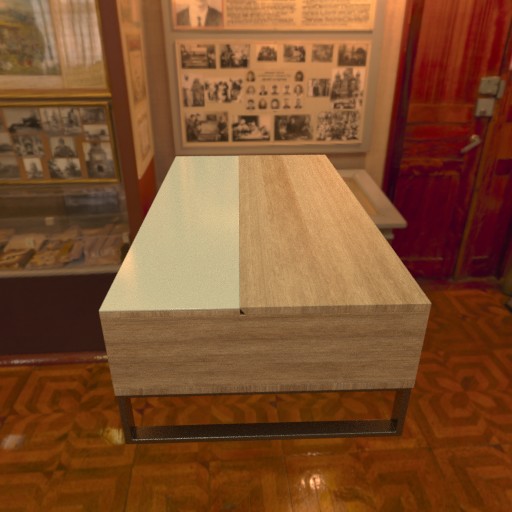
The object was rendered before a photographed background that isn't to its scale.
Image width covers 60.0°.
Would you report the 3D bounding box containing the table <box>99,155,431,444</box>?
[{"bbox_3d":[0.000,0.000,1.367,0.600,0.350,1.100,-1,27,-2],"label":"table"}]
